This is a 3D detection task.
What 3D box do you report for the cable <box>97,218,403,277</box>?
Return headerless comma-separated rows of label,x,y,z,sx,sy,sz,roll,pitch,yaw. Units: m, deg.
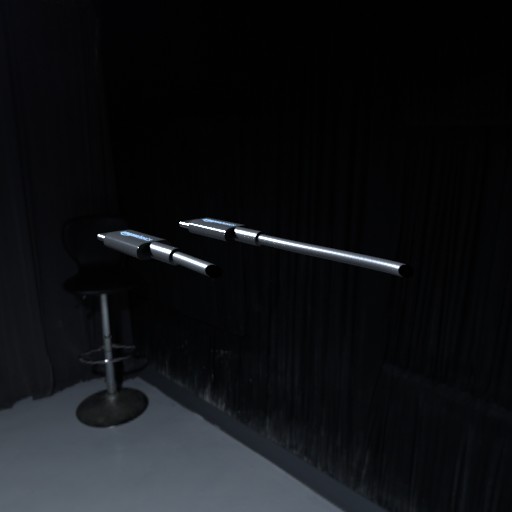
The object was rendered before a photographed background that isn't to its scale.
cable,0.000,0.000,0.113,0.041,0.005,0.098,-14,20,-42
